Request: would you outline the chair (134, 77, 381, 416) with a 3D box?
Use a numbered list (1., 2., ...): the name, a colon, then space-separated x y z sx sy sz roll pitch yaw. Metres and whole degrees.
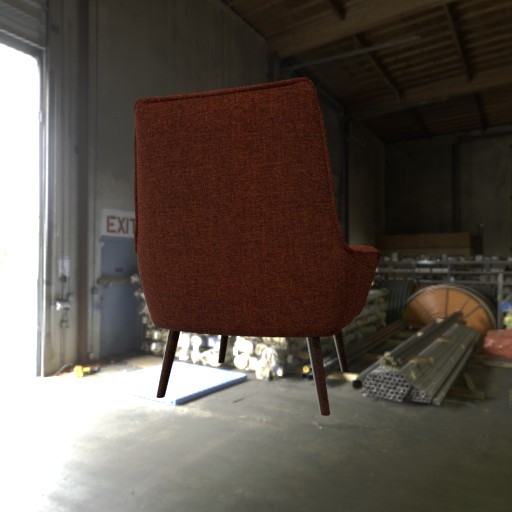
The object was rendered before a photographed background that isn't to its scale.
1. chair: 0.000 0.000 1.528 0.803 0.911 0.784 0 -1 18
